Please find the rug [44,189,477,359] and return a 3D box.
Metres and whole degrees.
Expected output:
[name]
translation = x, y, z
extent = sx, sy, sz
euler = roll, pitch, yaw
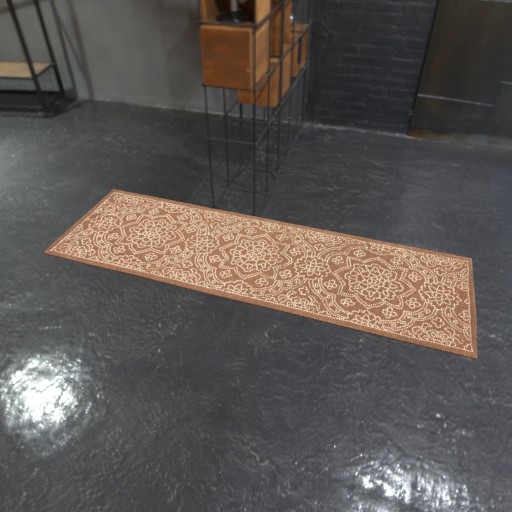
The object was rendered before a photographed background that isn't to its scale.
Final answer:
[rug]
translation = 0.000, 0.000, 2.643
extent = 2.448, 0.012, 0.769
euler = 12, 42, 14
